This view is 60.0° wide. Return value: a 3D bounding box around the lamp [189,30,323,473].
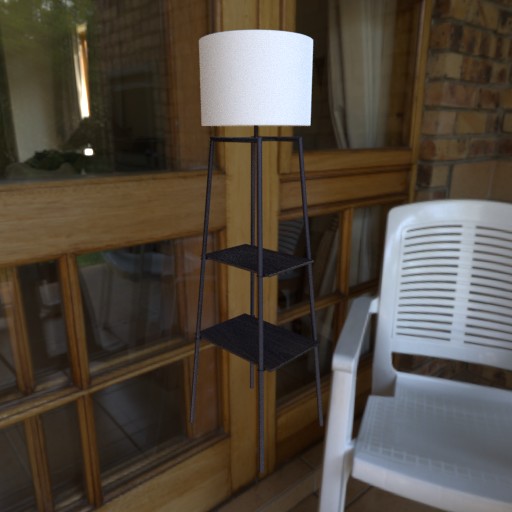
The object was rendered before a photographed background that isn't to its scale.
[{"bbox_3d":[0.000,0.000,1.670,0.427,1.474,0.384,15,22,42],"label":"lamp"}]
